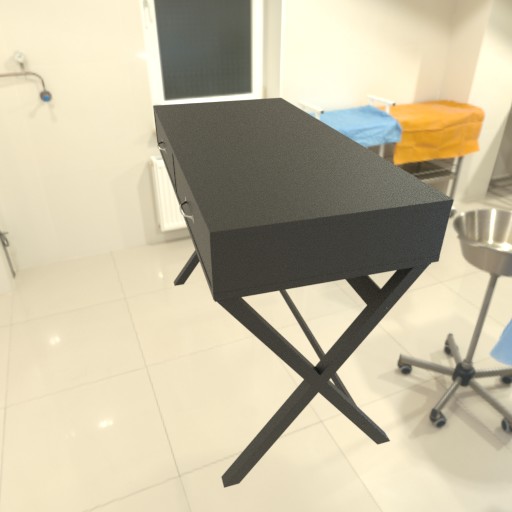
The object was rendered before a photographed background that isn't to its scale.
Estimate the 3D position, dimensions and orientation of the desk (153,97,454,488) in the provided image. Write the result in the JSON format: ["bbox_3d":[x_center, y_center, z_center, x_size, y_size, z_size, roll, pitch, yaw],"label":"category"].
[{"bbox_3d":[0.000,0.000,1.470,0.525,0.780,1.057,-9,32,-14],"label":"desk"}]
